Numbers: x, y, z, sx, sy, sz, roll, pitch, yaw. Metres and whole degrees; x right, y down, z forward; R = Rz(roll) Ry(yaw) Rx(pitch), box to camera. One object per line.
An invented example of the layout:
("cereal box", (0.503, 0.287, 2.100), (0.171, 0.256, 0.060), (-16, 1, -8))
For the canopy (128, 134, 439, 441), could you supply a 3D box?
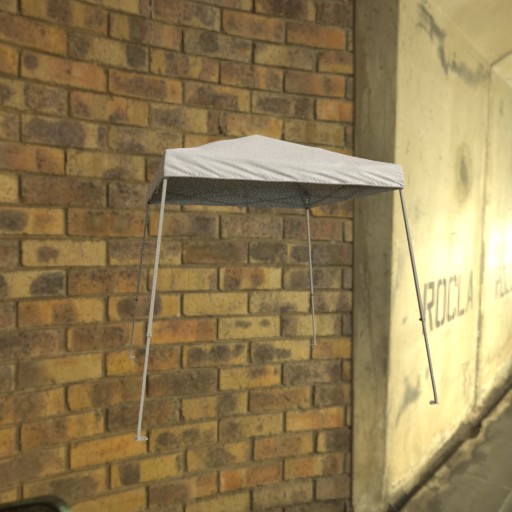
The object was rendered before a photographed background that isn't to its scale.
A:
("canopy", (0.000, 0.000, 6.607), (3.600, 3.600, 3.599), (0, 1, -17))
